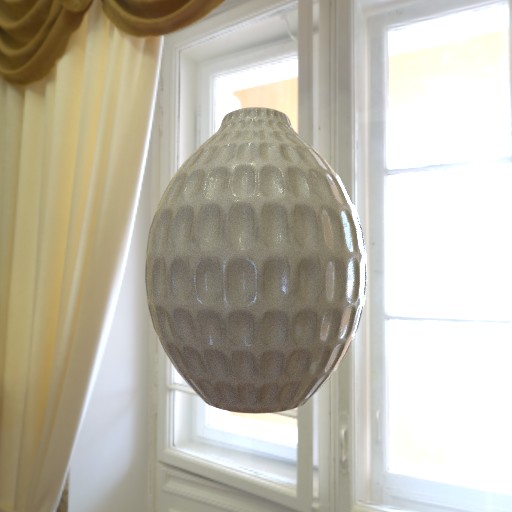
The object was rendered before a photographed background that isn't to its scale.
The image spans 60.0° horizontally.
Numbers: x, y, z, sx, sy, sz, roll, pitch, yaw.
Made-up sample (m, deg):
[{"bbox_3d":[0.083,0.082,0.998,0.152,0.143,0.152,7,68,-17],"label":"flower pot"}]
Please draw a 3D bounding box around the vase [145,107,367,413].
[{"bbox_3d":[0.000,0.000,0.264,0.128,0.167,0.128,0,-2,0],"label":"vase"}]
